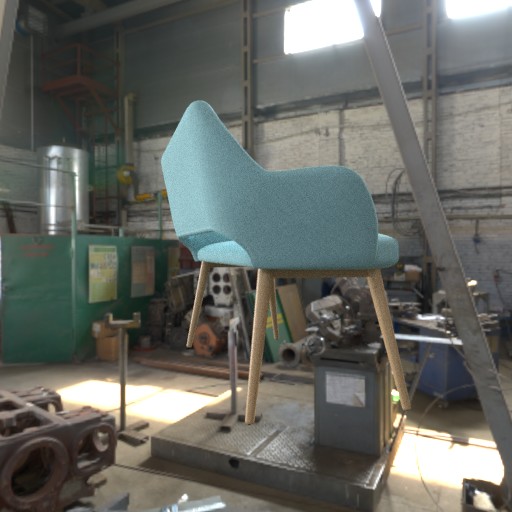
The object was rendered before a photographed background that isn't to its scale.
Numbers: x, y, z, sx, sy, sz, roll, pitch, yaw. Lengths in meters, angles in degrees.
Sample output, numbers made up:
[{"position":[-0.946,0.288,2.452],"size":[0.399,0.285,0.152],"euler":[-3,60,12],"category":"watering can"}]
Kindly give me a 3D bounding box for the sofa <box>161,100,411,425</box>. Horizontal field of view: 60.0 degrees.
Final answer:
[{"position":[0.000,0.000,1.615],"size":[0.610,0.840,1.150],"euler":[0,1,-18],"category":"sofa"}]
